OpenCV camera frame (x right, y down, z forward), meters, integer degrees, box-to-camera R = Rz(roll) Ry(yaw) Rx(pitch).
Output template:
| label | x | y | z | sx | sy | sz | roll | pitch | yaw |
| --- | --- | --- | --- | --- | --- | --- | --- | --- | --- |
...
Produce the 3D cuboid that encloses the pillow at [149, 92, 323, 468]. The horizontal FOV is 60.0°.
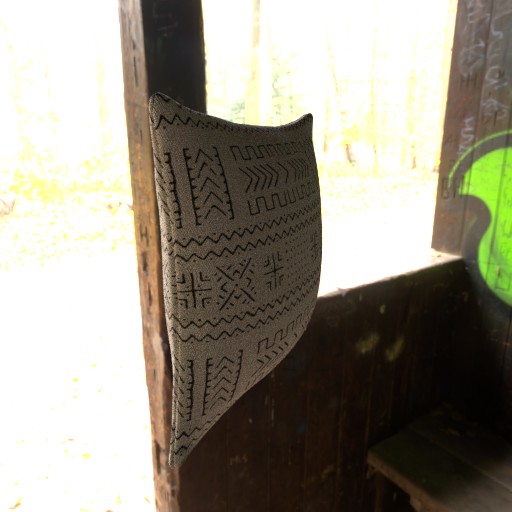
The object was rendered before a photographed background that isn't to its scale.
| label | x | y | z | sx | sy | sz | roll | pitch | yaw |
| --- | --- | --- | --- | --- | --- | --- | --- | --- | --- |
| pillow | 0.000 | 0.000 | 0.662 | 0.164 | 0.430 | 0.438 | 8 | 17 | 26 |
